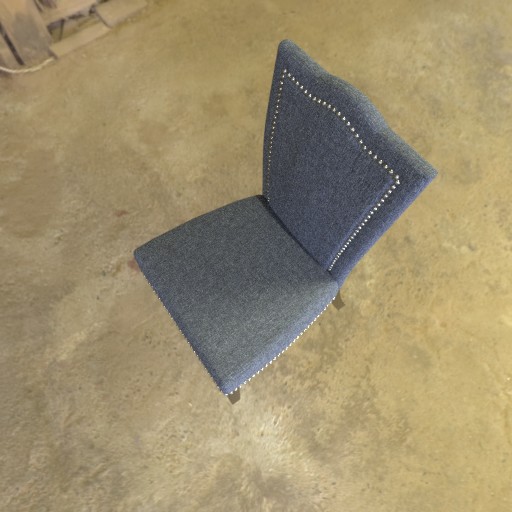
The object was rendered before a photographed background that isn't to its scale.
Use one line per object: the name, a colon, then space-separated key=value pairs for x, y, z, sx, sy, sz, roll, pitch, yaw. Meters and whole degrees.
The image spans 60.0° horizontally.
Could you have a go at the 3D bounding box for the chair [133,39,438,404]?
chair: x=0.000 y=0.000 z=1.296 sx=0.589 sy=0.946 sz=0.518 roll=-33 pitch=68 yaw=-15
